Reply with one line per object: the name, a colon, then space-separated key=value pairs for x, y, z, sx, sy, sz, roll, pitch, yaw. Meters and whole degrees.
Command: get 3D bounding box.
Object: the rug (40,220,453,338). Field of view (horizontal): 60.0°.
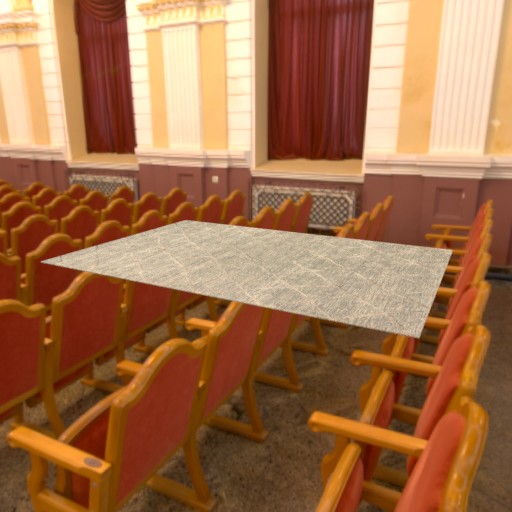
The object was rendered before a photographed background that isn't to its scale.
rug: x=0.000 y=0.000 z=2.938 sx=2.283 sy=0.006 sz=1.521 roll=8 pitch=18 yaw=27
